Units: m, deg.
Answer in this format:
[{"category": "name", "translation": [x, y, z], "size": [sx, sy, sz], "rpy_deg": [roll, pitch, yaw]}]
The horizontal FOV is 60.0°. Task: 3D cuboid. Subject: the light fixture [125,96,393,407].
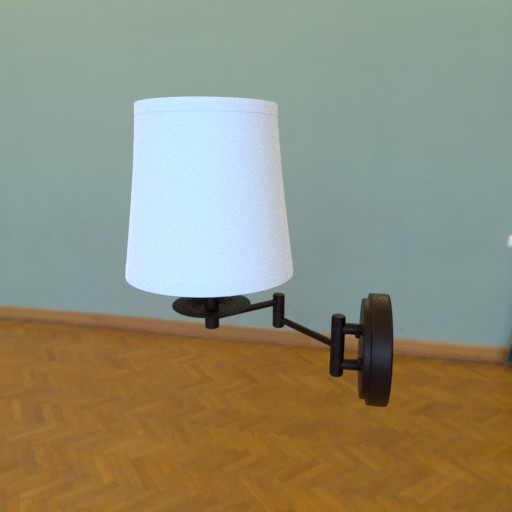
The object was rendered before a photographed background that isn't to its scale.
[{"category": "light fixture", "translation": [0.000, 0.000, 0.263], "size": [0.157, 0.172, 0.100], "rpy_deg": [2, 13, 10]}]
